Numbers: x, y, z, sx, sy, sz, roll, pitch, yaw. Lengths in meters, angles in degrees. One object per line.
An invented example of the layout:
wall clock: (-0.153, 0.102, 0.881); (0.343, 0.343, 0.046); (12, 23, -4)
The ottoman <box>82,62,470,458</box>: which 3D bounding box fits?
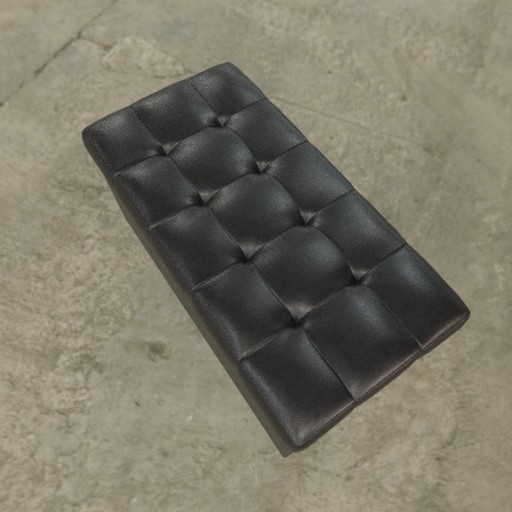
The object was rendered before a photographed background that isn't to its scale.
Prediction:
ottoman: (0.000, 0.000, 1.103); (0.432, 0.470, 0.838); (-32, 67, -15)
